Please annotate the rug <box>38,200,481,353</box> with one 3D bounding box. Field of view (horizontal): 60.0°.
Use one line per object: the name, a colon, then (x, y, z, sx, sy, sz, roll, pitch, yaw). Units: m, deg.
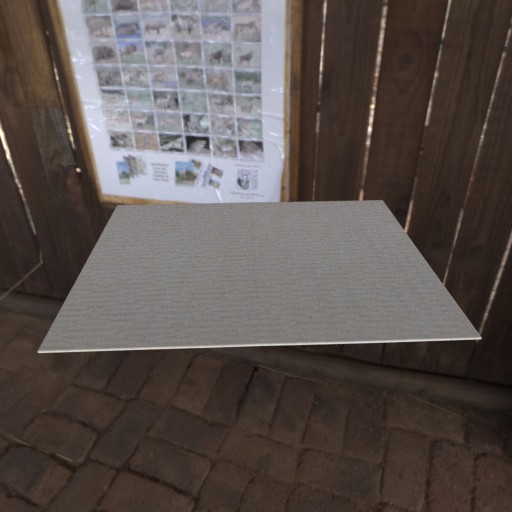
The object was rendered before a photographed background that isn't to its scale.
rug: (0.000, 0.000, 4.073, 3.055, 0.021, 2.410, -1, 31, -2)
